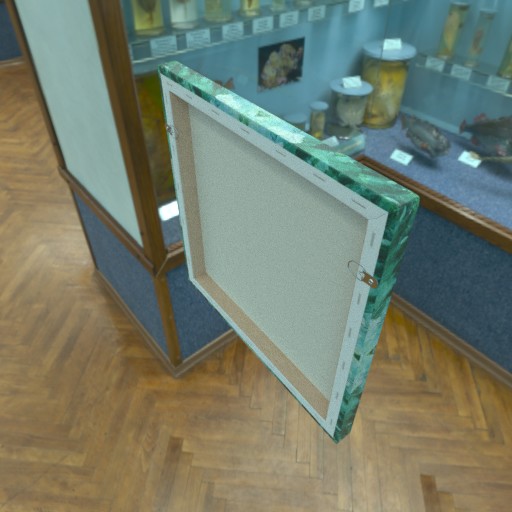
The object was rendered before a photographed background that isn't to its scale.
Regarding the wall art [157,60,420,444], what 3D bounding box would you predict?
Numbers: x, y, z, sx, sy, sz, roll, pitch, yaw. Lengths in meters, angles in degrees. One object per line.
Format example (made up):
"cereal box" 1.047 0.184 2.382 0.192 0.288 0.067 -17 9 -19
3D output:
"wall art" 0.000 0.000 0.759 0.038 0.508 0.507 -27 48 -27
